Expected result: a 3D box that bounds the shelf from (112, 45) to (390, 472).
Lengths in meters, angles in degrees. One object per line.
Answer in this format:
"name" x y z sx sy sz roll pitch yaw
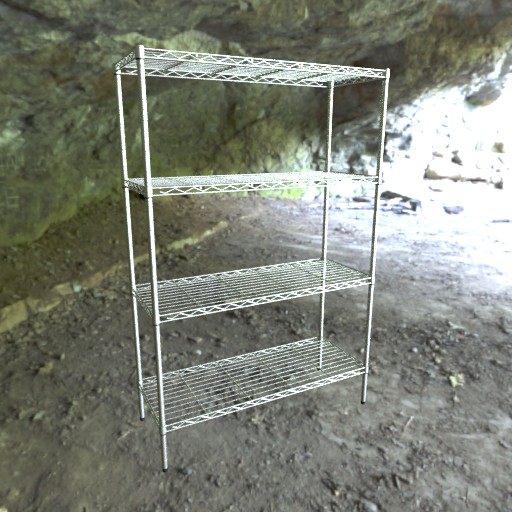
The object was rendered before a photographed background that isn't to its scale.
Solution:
"shelf" 0.000 0.000 1.707 0.907 1.360 0.352 -7 16 -27
